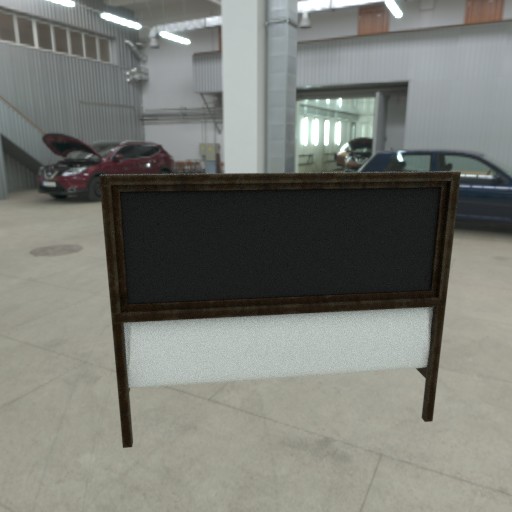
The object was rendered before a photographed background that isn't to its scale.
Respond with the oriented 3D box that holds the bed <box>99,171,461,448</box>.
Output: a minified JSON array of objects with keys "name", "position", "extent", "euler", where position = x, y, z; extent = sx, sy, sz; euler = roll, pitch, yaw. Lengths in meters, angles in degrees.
[{"name":"bed","position":[0.000,0.000,3.165],"extent":[1.607,1.313,2.221],"euler":[-2,15,-7]}]
